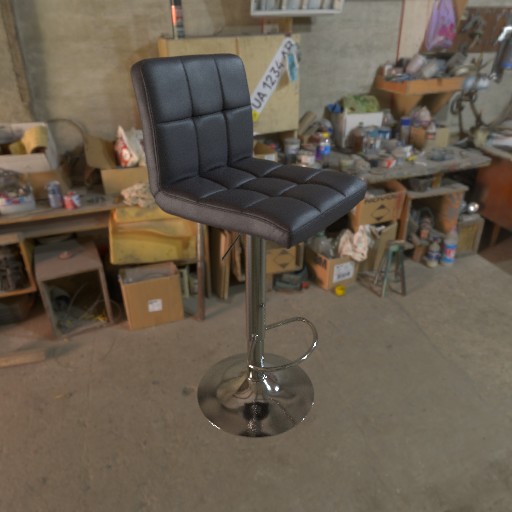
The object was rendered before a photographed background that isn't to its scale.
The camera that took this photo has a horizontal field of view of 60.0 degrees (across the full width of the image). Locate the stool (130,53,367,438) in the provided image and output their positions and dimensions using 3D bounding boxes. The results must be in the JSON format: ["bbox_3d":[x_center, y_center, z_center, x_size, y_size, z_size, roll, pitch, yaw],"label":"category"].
[{"bbox_3d":[0.000,0.000,1.365,0.505,1.115,0.430,19,33,32],"label":"stool"}]
